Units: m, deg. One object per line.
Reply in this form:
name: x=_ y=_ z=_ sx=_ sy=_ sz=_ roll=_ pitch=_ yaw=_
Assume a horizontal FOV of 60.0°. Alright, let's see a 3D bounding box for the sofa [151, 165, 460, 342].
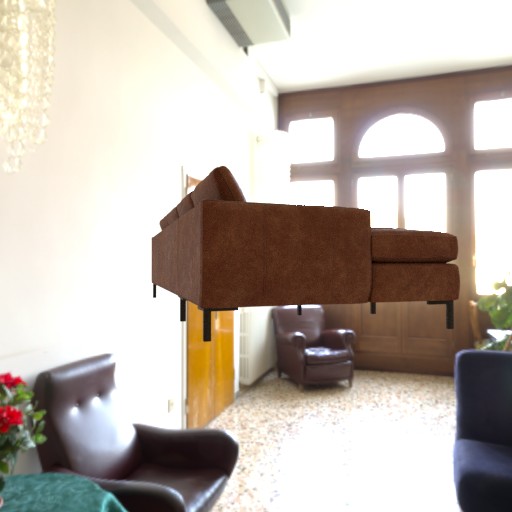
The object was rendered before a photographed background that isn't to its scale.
sofa: x=0.000 y=0.000 z=3.655 sx=1.471 sy=0.859 sz=2.993 roll=0 pitch=-1 yaw=-18
